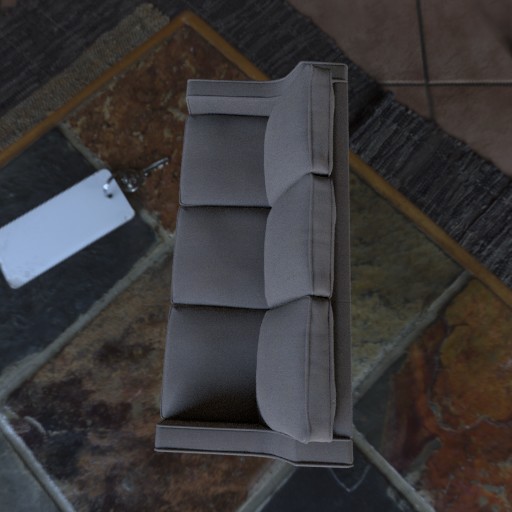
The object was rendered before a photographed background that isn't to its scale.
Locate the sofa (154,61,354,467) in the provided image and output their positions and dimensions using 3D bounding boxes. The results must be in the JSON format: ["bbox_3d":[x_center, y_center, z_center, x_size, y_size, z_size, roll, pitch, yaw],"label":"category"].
[{"bbox_3d":[0.000,0.000,2.446,0.911,0.974,1.986,2,76,1],"label":"sofa"}]
